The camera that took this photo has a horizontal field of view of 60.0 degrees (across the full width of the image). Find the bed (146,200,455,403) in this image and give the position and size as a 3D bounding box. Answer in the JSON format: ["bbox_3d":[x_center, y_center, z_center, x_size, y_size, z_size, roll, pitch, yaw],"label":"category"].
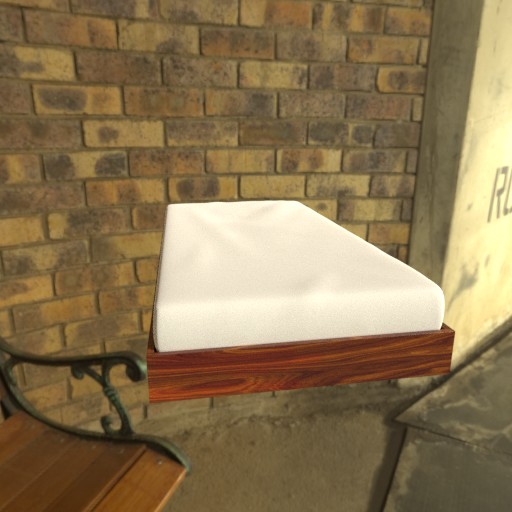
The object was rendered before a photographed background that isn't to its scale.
[{"bbox_3d":[0.000,0.000,2.185,0.940,0.312,1.860,-3,16,-9],"label":"bed"}]
